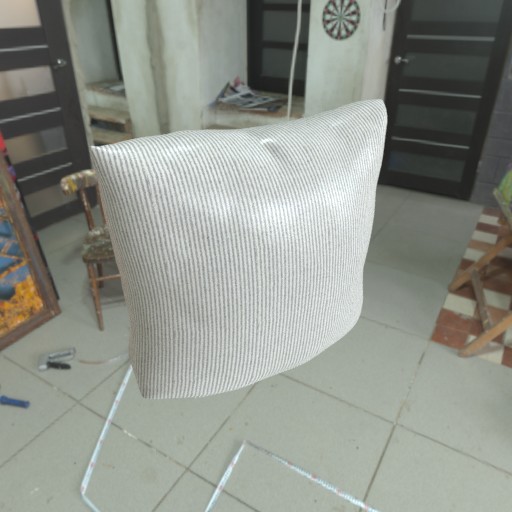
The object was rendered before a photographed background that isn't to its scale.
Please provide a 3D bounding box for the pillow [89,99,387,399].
[{"bbox_3d":[0.000,0.000,0.692,0.387,0.432,0.310,1,30,2],"label":"pillow"}]
